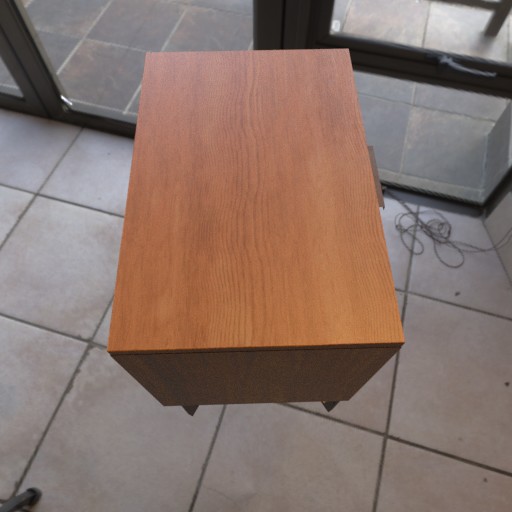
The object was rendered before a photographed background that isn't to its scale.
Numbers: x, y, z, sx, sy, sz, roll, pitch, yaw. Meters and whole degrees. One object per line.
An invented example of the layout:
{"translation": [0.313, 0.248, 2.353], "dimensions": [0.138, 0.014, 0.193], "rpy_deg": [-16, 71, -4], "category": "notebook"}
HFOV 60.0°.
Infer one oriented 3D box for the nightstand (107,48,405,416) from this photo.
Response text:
{"translation": [0.000, 0.000, 1.022], "dimensions": [0.427, 0.615, 0.613], "rpy_deg": [-1, 62, -1], "category": "nightstand"}
